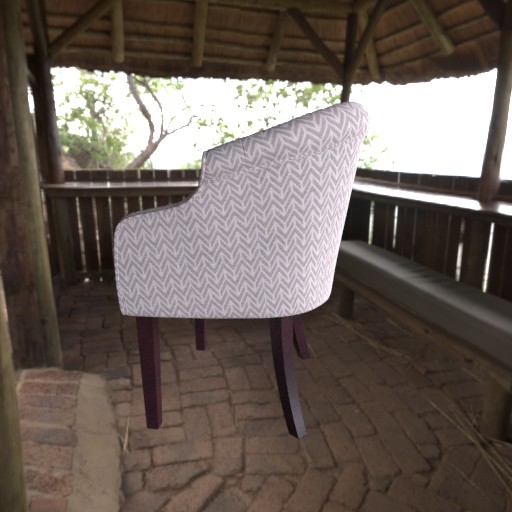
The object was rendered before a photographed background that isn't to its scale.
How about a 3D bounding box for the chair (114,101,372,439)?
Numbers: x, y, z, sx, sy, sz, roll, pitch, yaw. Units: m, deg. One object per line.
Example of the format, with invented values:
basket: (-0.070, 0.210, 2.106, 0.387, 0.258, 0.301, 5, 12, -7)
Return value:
chair: (0.000, 0.000, 1.319, 0.613, 0.858, 0.686, 2, 14, 8)
